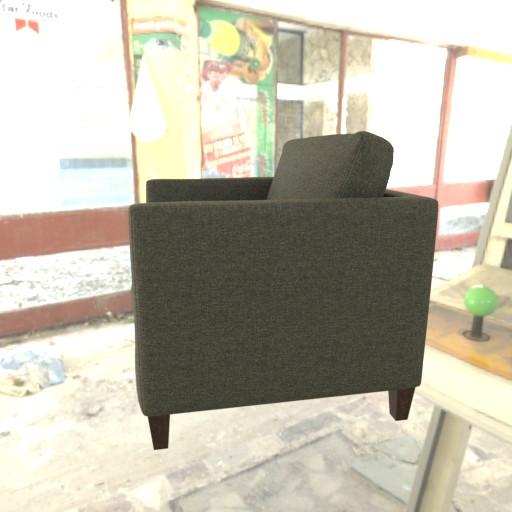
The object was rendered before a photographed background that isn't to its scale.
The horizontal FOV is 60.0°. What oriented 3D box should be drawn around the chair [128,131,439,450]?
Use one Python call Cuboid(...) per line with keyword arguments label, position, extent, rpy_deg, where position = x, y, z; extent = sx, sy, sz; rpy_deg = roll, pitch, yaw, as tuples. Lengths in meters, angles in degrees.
Cuboid(label="chair", position=(0.000, 0.000, 1.823), extent=(0.959, 0.963, 1.107), rpy_deg=(-3, 14, -11))
